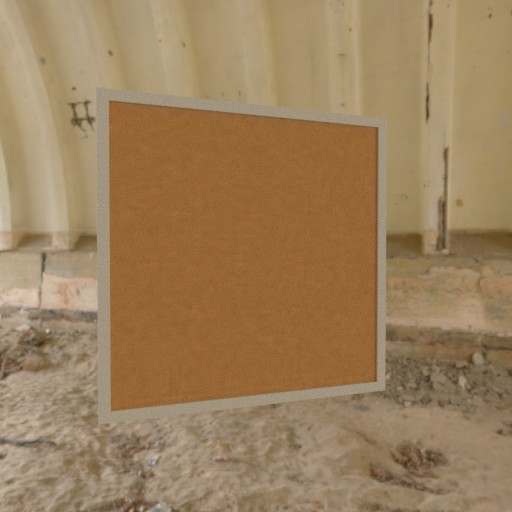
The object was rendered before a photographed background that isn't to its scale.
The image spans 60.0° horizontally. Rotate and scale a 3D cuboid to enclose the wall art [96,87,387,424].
[{"bbox_3d":[0.000,0.000,0.678,0.457,0.457,0.012,0,1,-19],"label":"wall art"}]
